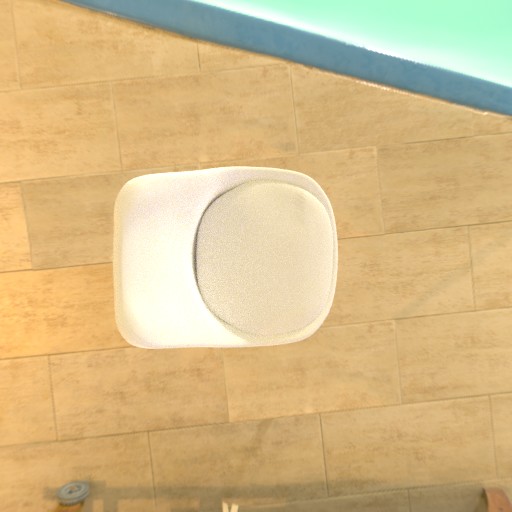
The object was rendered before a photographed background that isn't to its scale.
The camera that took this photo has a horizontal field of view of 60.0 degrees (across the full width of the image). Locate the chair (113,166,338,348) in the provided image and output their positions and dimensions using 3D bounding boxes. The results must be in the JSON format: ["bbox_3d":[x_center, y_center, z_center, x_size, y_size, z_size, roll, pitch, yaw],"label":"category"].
[{"bbox_3d":[0.000,0.000,1.280,0.550,0.930,0.550,0,91,-1],"label":"chair"}]
